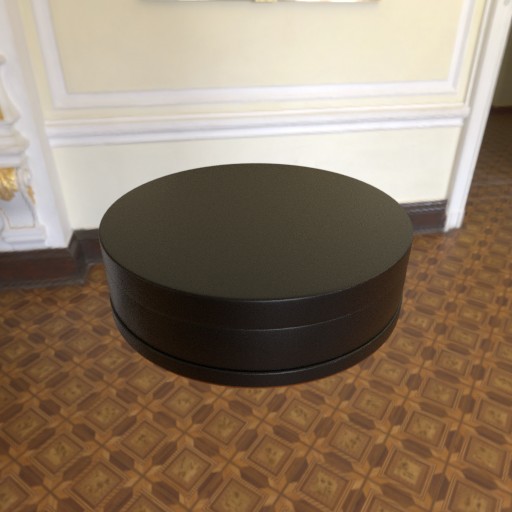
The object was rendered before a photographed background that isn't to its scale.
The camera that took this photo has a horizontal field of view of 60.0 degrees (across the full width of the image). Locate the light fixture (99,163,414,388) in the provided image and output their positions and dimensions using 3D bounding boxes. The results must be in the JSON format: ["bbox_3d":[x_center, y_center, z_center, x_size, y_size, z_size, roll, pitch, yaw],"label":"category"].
[{"bbox_3d":[0.000,0.000,0.436,0.283,0.097,0.283,0,30,0],"label":"light fixture"}]
